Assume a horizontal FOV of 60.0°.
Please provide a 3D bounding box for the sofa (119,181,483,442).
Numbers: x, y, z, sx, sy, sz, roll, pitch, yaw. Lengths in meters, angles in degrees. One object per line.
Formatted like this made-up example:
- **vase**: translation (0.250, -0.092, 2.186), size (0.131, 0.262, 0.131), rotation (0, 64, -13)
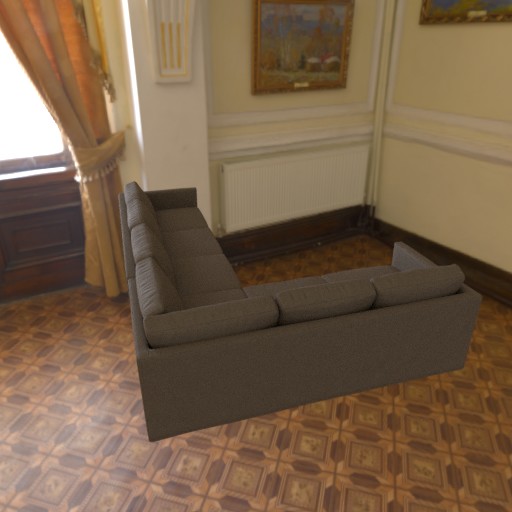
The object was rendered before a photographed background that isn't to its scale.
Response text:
- **sofa**: translation (0.000, 0.000, 4.304), size (2.432, 0.871, 3.182), rotation (-8, 27, -15)
